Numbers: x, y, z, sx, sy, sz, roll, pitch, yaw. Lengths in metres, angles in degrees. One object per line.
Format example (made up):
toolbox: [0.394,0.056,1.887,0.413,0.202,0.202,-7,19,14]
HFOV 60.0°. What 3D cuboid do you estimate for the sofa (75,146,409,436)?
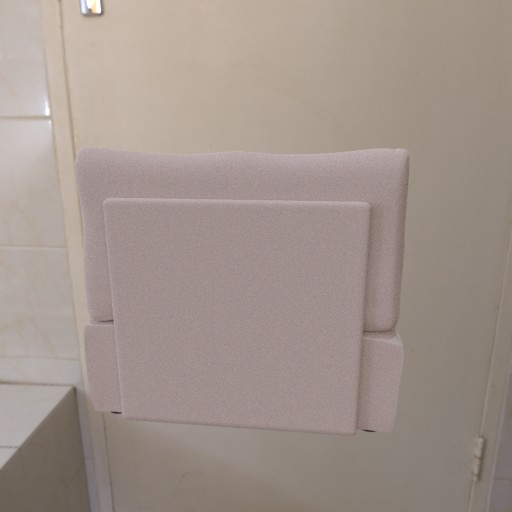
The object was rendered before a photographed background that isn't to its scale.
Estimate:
sofa: [0.000,0.000,1.694,0.935,0.828,1.000,2,15,6]
